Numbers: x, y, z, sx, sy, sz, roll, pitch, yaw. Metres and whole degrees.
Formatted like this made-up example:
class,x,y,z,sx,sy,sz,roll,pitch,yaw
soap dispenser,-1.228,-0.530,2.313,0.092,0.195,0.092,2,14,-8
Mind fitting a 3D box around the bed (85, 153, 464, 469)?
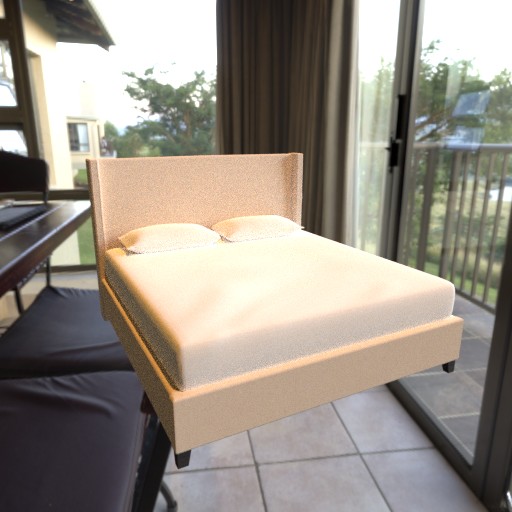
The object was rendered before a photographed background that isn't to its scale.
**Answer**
class,x,y,z,sx,sy,sz,roll,pitch,yaw
bed,0.000,0.000,3.549,2.145,1.471,2.293,-8,18,-27
